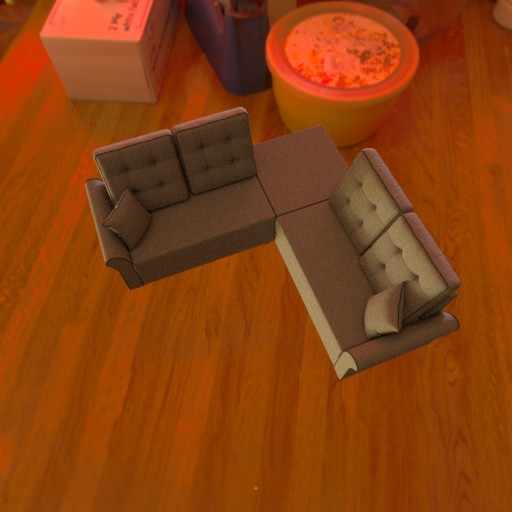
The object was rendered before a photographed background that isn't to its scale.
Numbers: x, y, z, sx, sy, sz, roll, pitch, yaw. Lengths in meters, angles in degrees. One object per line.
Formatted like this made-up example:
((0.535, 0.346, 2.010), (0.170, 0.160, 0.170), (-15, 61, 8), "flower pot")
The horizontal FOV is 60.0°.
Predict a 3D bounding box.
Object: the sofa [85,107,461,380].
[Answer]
((0.000, 0.000, 3.263), (2.068, 0.988, 2.070), (-19, 64, -10), "sofa")
